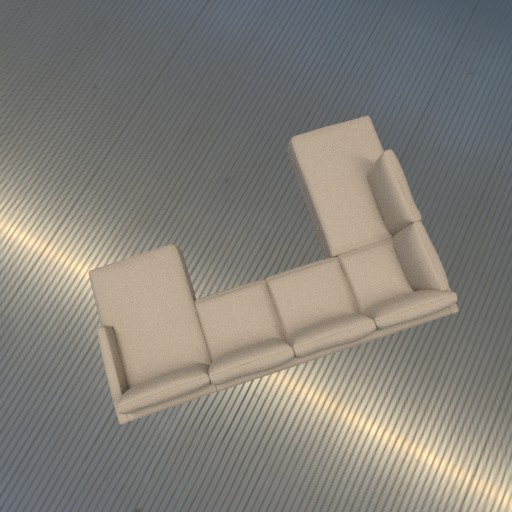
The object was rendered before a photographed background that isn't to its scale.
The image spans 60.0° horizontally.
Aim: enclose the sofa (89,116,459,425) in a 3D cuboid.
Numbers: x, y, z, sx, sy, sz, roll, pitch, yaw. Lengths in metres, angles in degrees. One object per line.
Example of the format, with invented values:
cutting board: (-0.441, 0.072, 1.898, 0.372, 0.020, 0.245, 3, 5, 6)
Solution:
sofa: (0.000, 0.000, 3.674, 2.737, 0.756, 1.879, -17, 77, -4)
